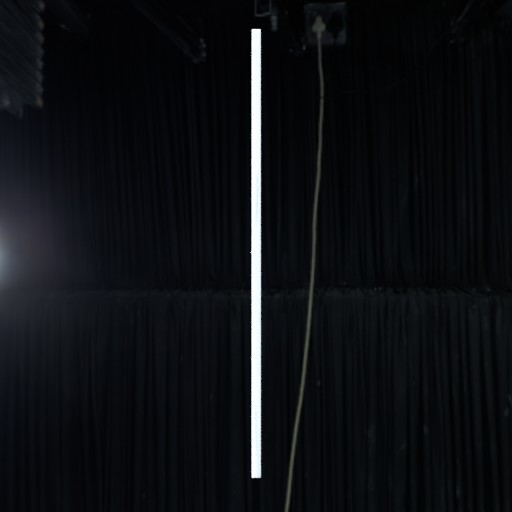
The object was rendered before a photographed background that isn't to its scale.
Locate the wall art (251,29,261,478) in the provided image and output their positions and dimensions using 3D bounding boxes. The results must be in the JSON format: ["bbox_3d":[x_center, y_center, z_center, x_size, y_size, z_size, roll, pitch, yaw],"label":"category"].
[{"bbox_3d":[0.000,0.000,0.867,0.013,0.584,0.584,0,-1,0],"label":"wall art"}]
